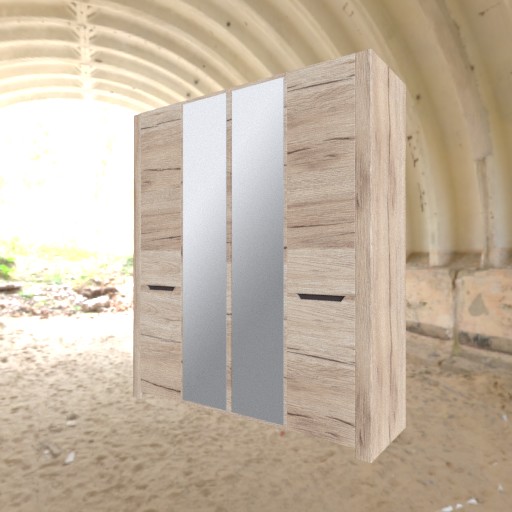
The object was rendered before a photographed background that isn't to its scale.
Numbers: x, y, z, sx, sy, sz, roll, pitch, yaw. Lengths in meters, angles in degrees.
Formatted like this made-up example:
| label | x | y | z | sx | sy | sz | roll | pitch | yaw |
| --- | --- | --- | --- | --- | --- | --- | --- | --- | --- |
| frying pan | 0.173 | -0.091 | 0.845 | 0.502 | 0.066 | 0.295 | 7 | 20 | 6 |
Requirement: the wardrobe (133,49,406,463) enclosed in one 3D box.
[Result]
| label | x | y | z | sx | sy | sz | roll | pitch | yaw |
| --- | --- | --- | --- | --- | --- | --- | --- | --- | --- |
| wardrobe | 0.000 | 0.000 | 2.965 | 1.810 | 2.070 | 0.580 | 0 | 0 | 35 |
